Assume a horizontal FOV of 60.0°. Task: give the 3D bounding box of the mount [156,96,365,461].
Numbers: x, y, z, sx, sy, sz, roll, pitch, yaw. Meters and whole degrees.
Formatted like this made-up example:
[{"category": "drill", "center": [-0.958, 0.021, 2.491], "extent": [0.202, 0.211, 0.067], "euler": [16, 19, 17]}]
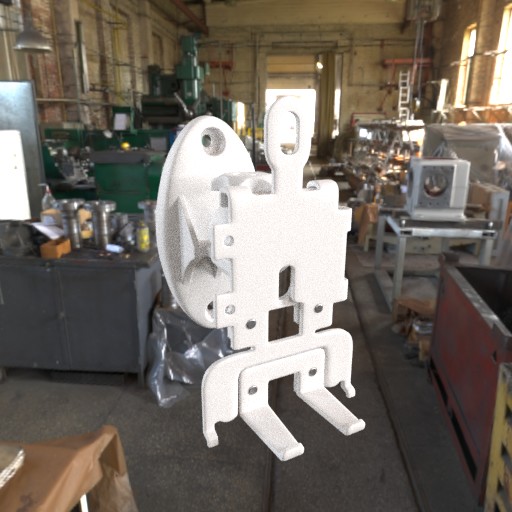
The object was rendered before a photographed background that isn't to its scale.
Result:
[{"category": "mount", "center": [0.000, 0.000, 0.176], "extent": [0.066, 0.118, 0.100], "euler": [-9, 19, -27]}]
